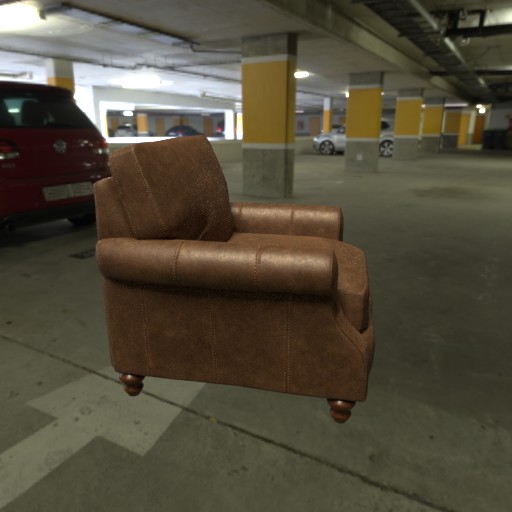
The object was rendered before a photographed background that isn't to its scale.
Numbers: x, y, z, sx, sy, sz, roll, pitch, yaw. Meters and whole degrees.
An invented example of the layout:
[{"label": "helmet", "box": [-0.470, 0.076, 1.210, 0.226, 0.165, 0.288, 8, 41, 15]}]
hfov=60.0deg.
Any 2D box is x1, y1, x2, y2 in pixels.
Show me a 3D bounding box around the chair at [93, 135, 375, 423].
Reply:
[{"label": "chair", "box": [0.000, 0.000, 1.868, 1.002, 0.976, 0.996, 3, 16, 11]}]
